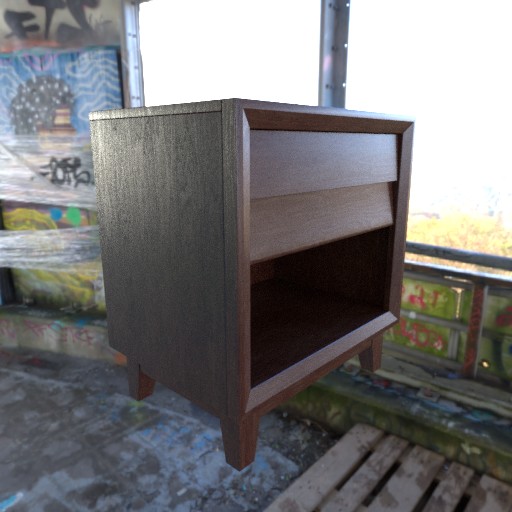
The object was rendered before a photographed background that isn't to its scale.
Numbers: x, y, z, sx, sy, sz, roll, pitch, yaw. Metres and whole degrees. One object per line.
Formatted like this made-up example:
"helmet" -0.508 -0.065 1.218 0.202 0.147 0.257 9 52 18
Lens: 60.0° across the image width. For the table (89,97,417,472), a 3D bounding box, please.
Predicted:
"table" 0.000 0.000 1.000 0.449 0.609 0.557 13 19 41
